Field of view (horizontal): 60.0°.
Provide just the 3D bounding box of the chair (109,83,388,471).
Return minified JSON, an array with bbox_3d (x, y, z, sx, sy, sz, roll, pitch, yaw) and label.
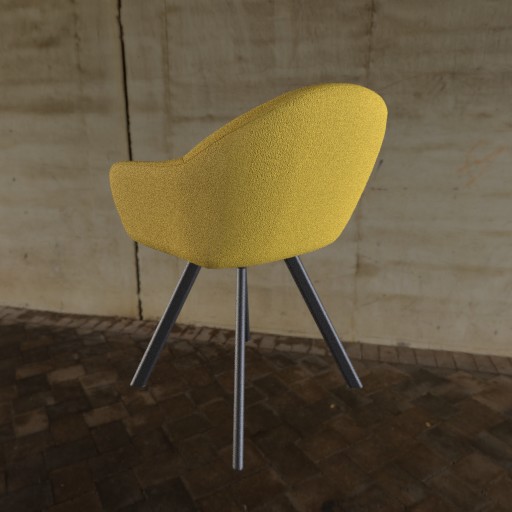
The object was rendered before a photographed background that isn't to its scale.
[{"bbox_3d":[0.000,0.000,1.117,0.545,0.775,0.565,-14,20,-42],"label":"chair"}]
